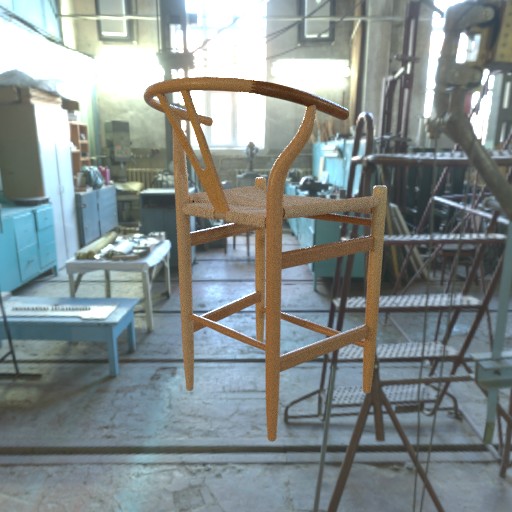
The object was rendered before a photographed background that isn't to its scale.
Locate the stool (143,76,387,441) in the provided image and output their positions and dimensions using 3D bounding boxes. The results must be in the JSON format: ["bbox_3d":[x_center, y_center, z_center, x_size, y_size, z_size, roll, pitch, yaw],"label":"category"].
[{"bbox_3d":[0.000,0.000,1.305,0.536,0.923,0.575,13,19,43],"label":"stool"}]
